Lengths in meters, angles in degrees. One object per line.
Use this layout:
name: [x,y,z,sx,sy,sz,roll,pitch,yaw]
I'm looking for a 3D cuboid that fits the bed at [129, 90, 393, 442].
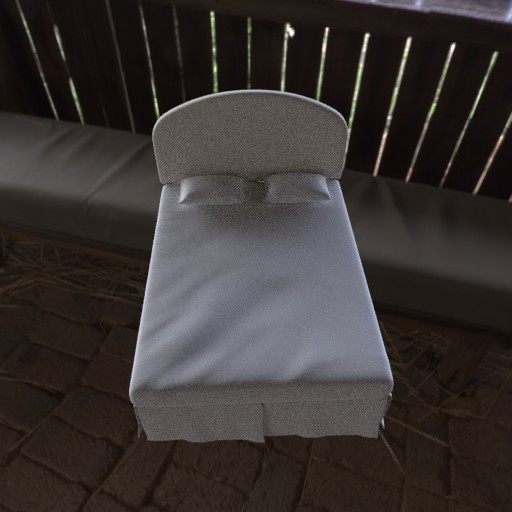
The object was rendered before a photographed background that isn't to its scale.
bed: [0.000,0.000,3.037,1.607,1.410,2.005,-2,47,-2]
